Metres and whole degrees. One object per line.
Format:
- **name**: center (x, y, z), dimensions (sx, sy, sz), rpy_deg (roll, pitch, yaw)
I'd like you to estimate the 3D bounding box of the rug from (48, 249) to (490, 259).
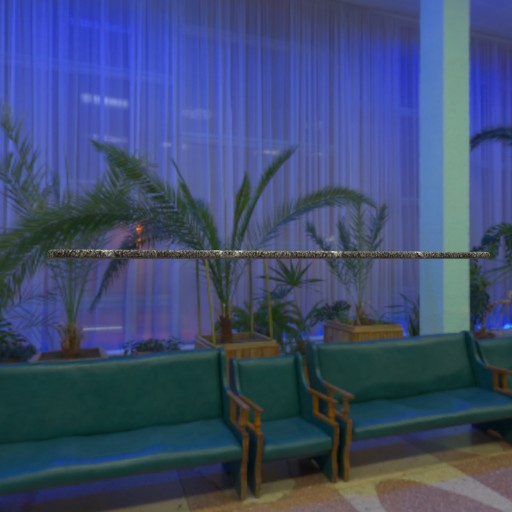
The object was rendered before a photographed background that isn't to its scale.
- **rug**: center (0.000, 0.000, 2.256), dimensions (1.778, 0.030, 1.219), rpy_deg (0, 0, -17)
